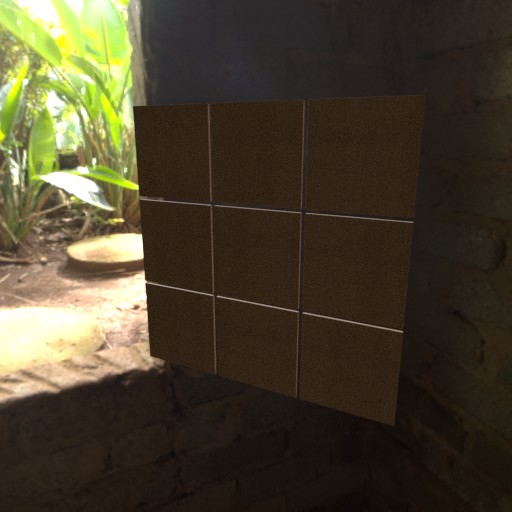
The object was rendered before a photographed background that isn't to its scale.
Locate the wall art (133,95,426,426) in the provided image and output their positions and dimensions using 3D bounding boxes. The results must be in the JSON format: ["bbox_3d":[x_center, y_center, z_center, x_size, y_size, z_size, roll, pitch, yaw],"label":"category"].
[{"bbox_3d":[0.000,0.000,1.846,1.219,1.218,0.013,8,17,27],"label":"wall art"}]
